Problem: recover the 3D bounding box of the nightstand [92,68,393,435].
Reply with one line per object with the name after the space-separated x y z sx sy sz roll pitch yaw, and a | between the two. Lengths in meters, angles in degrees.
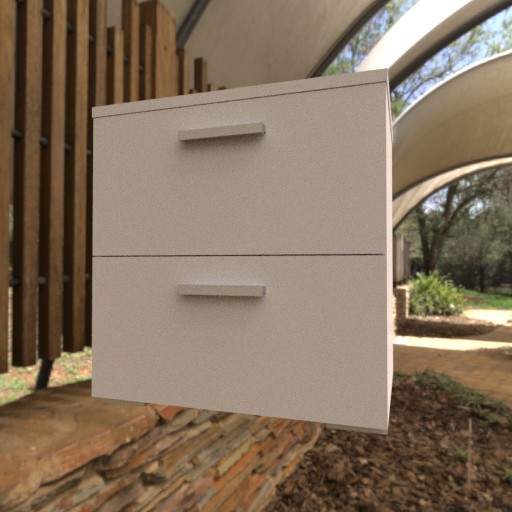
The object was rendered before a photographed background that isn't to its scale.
0.000 0.000 0.755 0.441 0.460 0.325 0 -1 18 | nightstand
